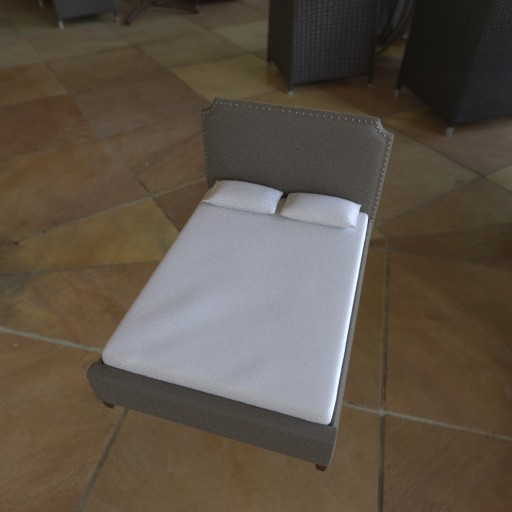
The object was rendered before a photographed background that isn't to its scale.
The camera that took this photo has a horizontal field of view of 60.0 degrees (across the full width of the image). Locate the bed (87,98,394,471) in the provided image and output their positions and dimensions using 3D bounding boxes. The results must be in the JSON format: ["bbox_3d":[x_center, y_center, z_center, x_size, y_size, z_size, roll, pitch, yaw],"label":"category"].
[{"bbox_3d":[0.000,0.000,3.440,1.712,1.443,2.372,11,44,12],"label":"bed"}]
